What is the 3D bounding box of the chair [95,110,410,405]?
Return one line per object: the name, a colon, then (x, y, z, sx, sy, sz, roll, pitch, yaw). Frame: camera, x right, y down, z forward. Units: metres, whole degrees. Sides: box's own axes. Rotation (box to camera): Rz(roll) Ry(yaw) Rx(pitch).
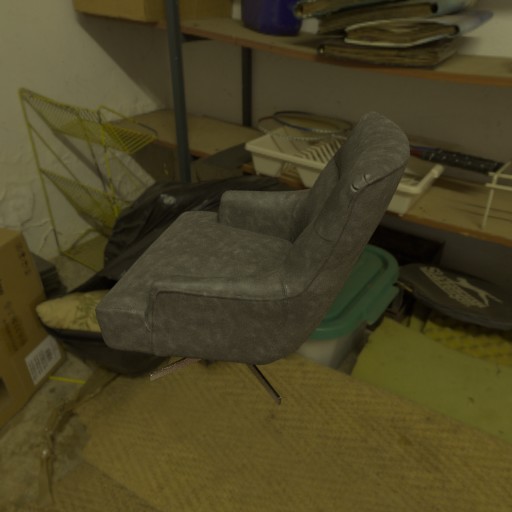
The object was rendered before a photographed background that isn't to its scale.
chair: (0.000, 0.000, 1.520, 0.874, 0.870, 0.738, 7, 31, 12)
